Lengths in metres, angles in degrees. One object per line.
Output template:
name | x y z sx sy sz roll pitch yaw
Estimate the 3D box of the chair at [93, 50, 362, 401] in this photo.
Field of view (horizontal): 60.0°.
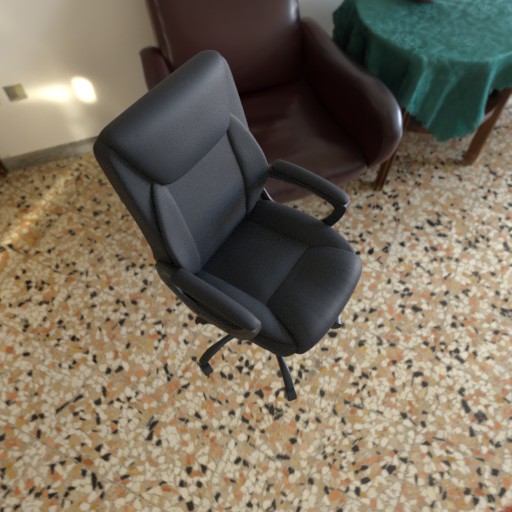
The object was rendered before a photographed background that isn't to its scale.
chair | 0.000 0.000 1.458 0.655 1.072 0.615 30 62 18
